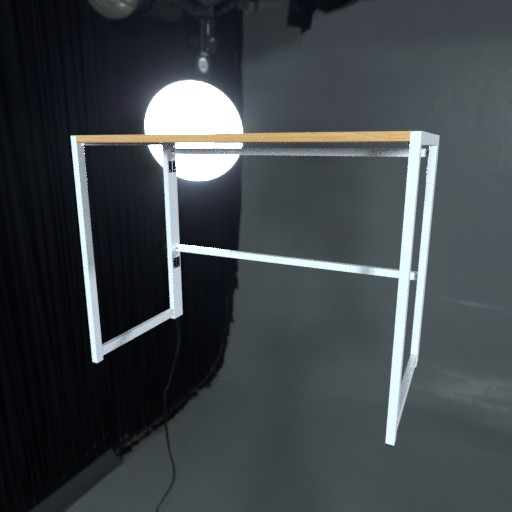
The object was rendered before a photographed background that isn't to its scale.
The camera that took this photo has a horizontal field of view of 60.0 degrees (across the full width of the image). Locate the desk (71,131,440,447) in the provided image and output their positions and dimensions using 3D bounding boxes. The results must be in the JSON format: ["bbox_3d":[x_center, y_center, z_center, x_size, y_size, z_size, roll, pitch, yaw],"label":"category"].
[{"bbox_3d":[0.000,0.000,1.450,1.016,0.762,0.508,7,15,25],"label":"desk"}]
